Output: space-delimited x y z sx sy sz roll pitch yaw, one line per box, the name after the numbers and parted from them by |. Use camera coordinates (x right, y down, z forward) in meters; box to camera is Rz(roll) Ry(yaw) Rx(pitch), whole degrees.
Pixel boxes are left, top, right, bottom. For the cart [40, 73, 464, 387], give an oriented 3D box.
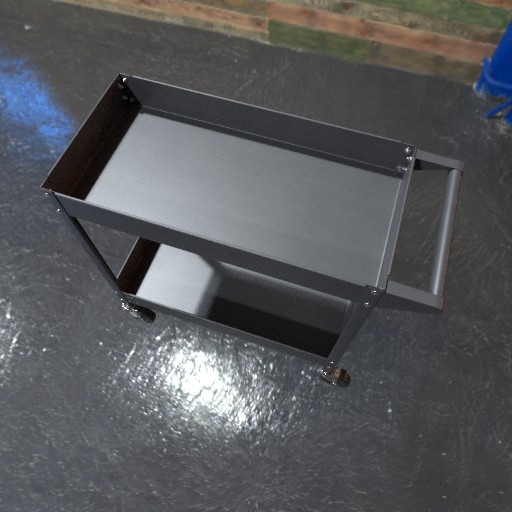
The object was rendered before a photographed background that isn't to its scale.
0.000 0.000 1.181 0.779 0.719 0.366 17 64 9 | cart
